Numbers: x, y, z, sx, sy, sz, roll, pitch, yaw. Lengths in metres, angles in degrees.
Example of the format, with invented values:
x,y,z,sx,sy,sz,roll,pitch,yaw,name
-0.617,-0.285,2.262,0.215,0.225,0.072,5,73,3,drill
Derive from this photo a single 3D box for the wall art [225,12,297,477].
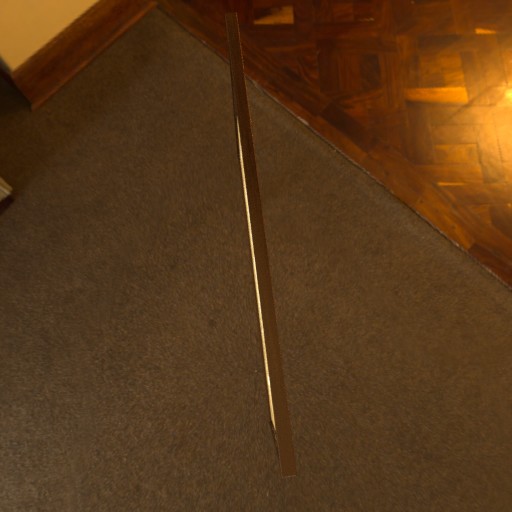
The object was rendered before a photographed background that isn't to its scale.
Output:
x,y,z,sx,sy,sz,roll,pitch,yaw,name
0.000,0.000,0.540,0.012,0.304,0.431,-7,76,-2,wall art
